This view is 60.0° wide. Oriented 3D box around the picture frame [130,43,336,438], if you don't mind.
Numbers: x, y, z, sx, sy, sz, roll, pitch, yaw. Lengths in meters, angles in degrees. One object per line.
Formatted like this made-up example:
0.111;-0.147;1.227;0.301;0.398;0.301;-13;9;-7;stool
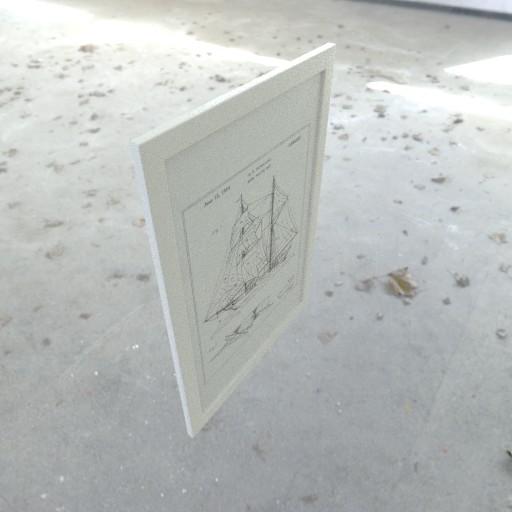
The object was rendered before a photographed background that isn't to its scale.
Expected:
0.000;0.000;0.688;0.012;0.534;0.381;25;46;26;picture frame
